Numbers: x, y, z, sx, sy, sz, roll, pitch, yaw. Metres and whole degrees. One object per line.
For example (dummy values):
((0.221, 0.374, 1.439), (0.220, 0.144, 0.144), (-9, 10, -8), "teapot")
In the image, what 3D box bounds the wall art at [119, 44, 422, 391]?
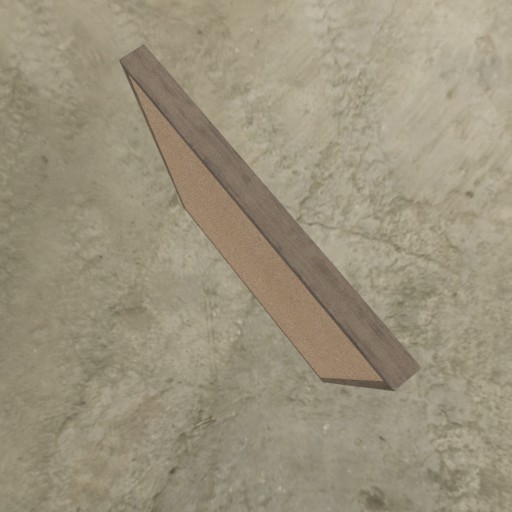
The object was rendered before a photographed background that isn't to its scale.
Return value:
((0.000, 0.000, 0.754), (0.038, 0.508, 0.508), (-37, 78, -9), "wall art")
